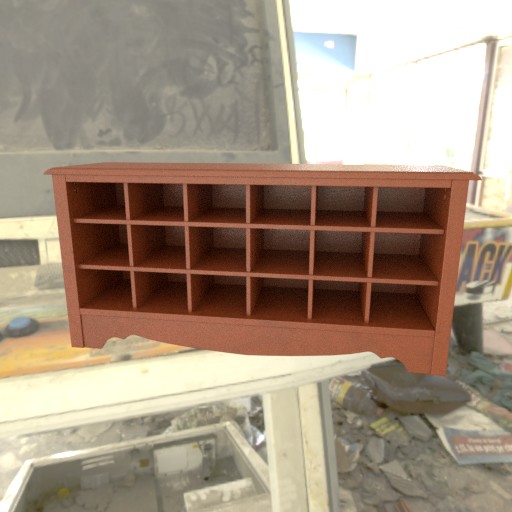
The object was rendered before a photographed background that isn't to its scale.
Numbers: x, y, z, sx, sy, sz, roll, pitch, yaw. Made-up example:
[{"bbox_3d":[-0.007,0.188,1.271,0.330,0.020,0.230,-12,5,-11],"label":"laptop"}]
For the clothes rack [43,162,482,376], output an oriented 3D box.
[{"bbox_3d":[0.000,0.000,1.496,1.251,0.594,0.362,2,15,9],"label":"clothes rack"}]
